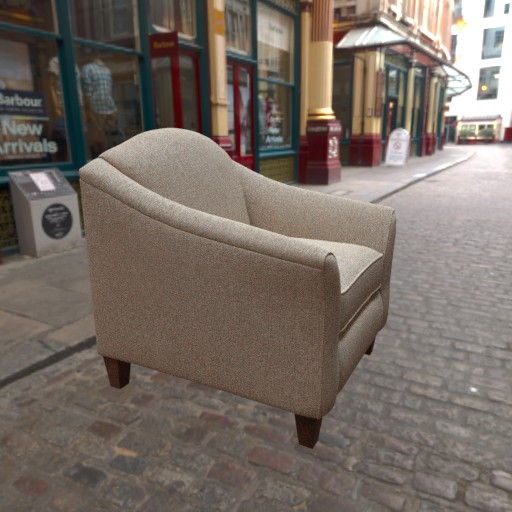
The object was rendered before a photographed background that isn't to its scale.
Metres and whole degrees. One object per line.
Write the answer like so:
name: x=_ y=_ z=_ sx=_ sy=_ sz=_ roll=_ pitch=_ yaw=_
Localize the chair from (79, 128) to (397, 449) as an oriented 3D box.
chair: x=0.000 y=0.000 z=1.501 sx=0.787 sy=0.839 sz=0.763 roll=8 pitch=17 yaw=27
